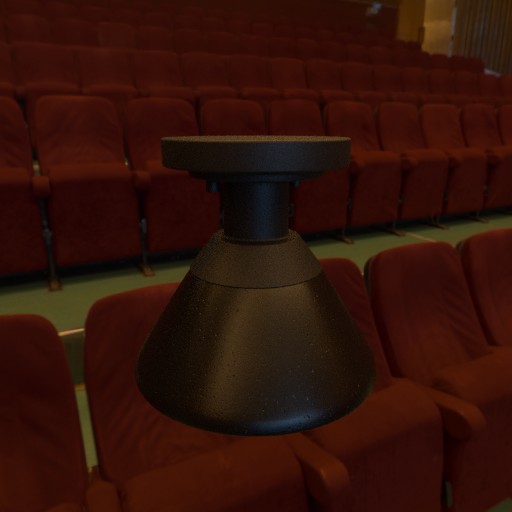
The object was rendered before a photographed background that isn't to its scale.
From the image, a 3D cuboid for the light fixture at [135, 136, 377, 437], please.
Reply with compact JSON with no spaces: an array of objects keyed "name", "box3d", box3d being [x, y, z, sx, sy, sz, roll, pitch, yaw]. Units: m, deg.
[{"name":"light fixture","box3d":[0.000,0.000,0.355,0.200,0.183,0.200,0,16,0]}]
